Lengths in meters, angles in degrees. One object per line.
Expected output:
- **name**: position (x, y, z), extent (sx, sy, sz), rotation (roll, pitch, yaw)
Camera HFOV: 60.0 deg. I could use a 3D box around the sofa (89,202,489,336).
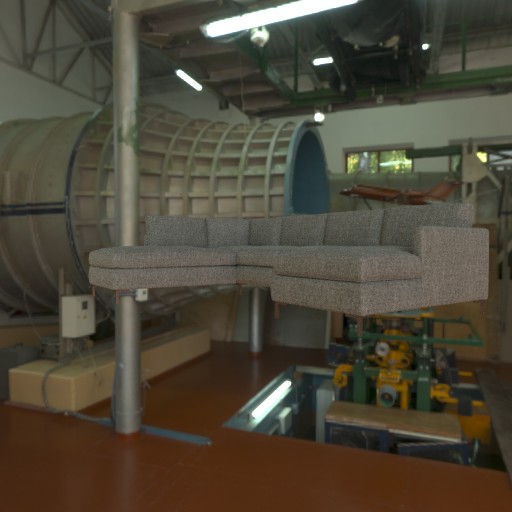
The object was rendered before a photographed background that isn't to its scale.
- **sofa**: position (0.000, 0.000, 3.469), extent (1.879, 0.756, 2.737), rotation (-1, 2, -35)
